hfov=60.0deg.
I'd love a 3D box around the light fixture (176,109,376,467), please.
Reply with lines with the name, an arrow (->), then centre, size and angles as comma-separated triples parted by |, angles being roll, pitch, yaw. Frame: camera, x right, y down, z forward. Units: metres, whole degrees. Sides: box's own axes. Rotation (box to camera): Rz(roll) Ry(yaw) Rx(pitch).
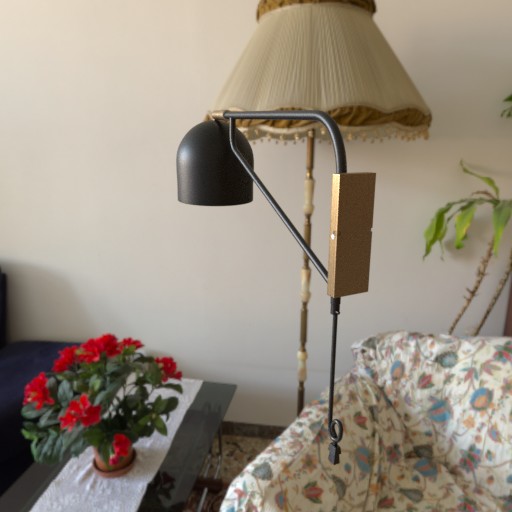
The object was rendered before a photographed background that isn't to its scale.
light fixture -> 0.000, 0.000, 1.070 | 0.215, 0.696, 0.720 | -7, 16, -26
